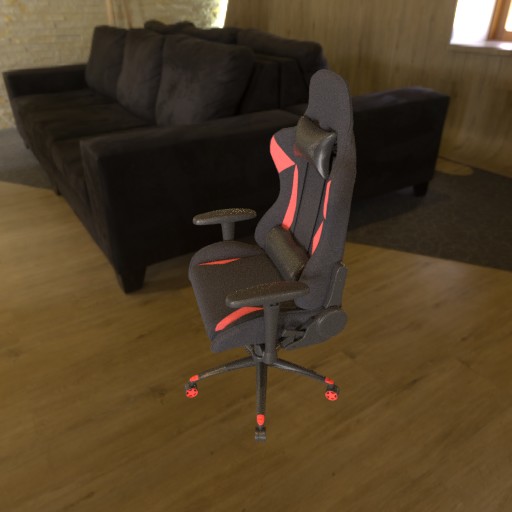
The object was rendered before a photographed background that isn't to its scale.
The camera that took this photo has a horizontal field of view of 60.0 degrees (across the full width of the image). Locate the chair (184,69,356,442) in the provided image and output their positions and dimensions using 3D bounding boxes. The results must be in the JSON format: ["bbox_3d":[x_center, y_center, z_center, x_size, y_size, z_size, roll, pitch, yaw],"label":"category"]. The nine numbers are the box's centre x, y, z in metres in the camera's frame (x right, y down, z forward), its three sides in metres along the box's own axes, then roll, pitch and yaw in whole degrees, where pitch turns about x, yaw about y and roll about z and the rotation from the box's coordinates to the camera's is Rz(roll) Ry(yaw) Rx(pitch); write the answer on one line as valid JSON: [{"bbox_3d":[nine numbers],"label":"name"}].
[{"bbox_3d":[0.000,0.000,1.727,0.658,1.326,0.695,-8,31,-14],"label":"chair"}]
